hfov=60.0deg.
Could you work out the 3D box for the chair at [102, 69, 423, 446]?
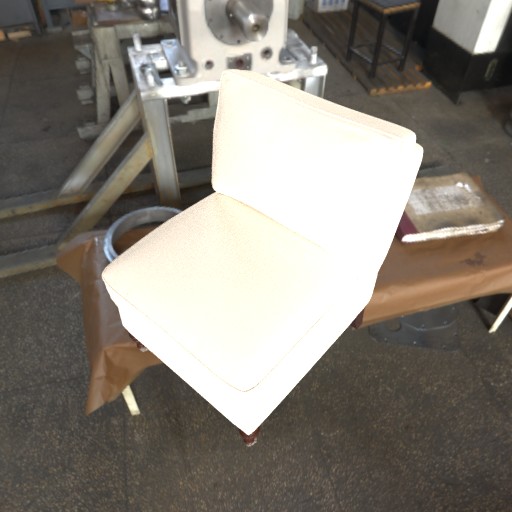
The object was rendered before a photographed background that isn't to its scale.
[{"bbox_3d":[0.000,0.000,1.401,0.630,0.887,0.781,32,54,27],"label":"chair"}]
